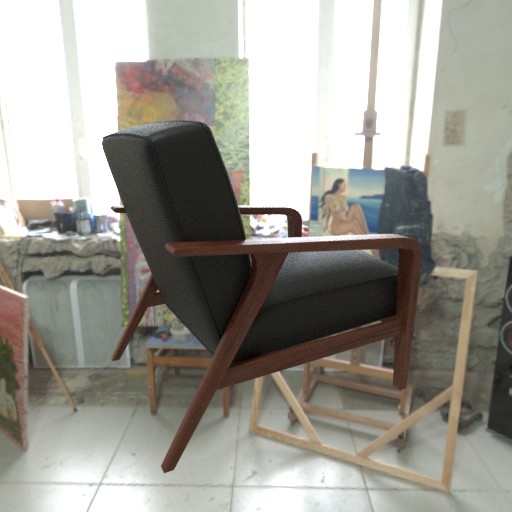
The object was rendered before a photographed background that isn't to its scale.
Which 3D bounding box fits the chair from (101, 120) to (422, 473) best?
[{"bbox_3d":[0.000,0.000,1.493,0.889,0.861,0.719,-8,17,-27],"label":"chair"}]
